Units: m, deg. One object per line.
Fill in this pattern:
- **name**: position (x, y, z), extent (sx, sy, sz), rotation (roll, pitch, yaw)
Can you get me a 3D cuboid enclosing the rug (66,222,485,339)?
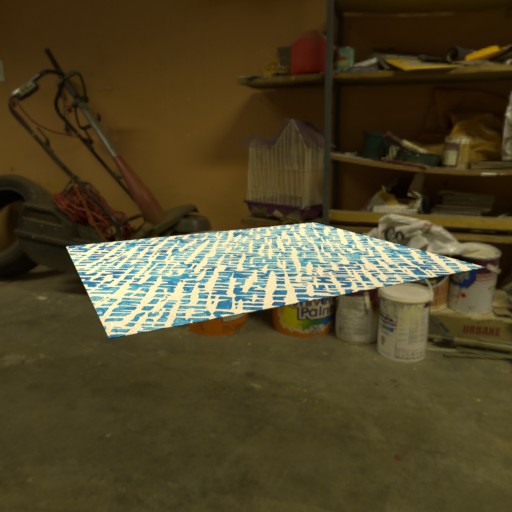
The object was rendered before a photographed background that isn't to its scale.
- **rug**: position (0.000, 0.000, 4.042), extent (3.007, 0.007, 2.435), rotation (-7, 16, -27)
